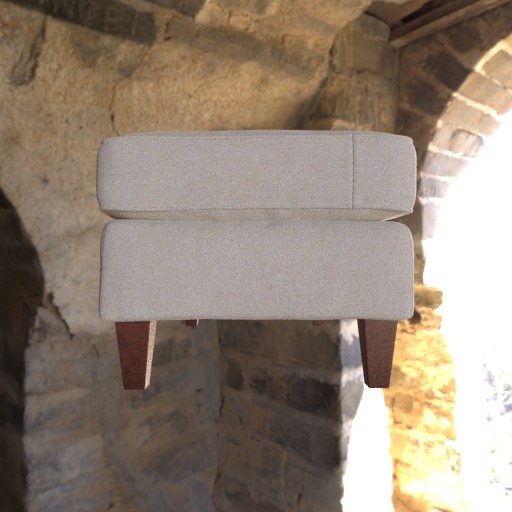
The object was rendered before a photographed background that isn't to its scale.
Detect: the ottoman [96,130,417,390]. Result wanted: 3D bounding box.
[{"bbox_3d":[0.000,0.000,1.187,0.583,0.484,0.862,0,0,0],"label":"ottoman"}]
